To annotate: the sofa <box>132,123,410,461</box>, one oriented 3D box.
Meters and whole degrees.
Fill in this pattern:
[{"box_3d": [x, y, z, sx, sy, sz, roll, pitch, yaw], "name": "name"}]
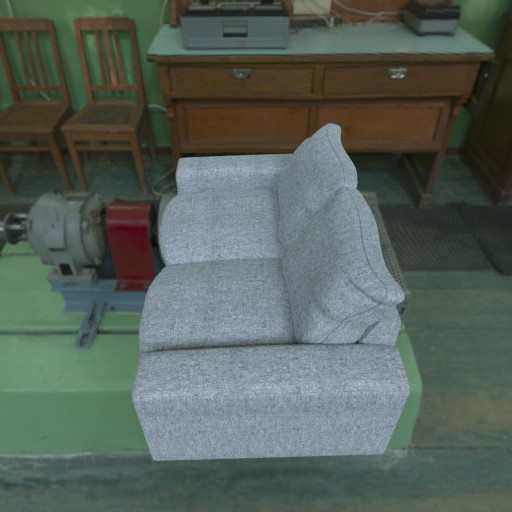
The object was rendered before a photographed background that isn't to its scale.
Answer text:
[{"box_3d": [0.000, 0.000, 2.336, 1.094, 0.877, 1.758, -1, 42, -1], "name": "sofa"}]
